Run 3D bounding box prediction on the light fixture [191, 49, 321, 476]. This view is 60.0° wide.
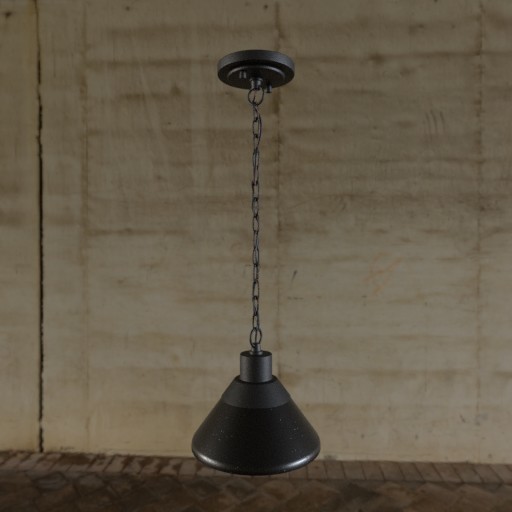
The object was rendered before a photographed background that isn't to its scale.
[{"bbox_3d":[0.000,0.000,0.692,0.201,0.588,0.201,0,1,35],"label":"light fixture"}]
